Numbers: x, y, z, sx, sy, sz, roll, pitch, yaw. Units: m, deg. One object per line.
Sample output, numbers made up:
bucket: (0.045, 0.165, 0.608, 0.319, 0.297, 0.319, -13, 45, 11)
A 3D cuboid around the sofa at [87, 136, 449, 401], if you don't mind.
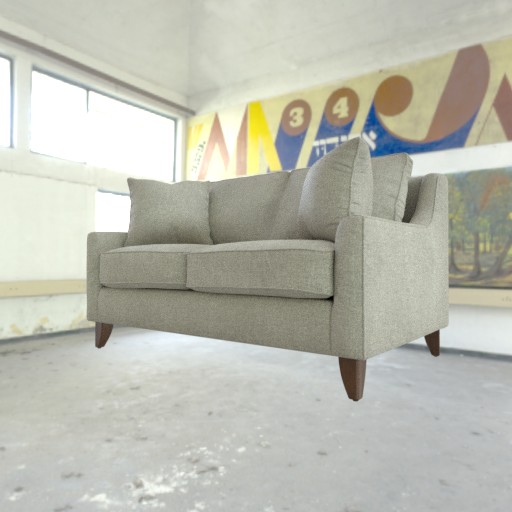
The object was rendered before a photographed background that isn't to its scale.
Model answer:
sofa: (0.000, 0.000, 1.984, 1.422, 0.863, 0.915, -1, -1, 37)
